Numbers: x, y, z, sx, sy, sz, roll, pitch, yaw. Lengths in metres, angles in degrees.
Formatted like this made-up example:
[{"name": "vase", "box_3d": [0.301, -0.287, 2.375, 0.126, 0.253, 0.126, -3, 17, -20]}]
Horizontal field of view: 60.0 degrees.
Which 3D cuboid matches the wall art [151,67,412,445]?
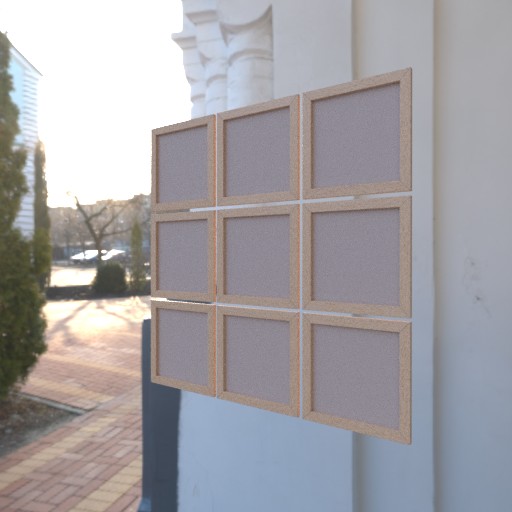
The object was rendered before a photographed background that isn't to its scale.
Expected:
[{"name": "wall art", "box_3d": [0.000, 0.000, 1.771, 1.217, 1.207, 0.016, 0, 0, 35]}]
